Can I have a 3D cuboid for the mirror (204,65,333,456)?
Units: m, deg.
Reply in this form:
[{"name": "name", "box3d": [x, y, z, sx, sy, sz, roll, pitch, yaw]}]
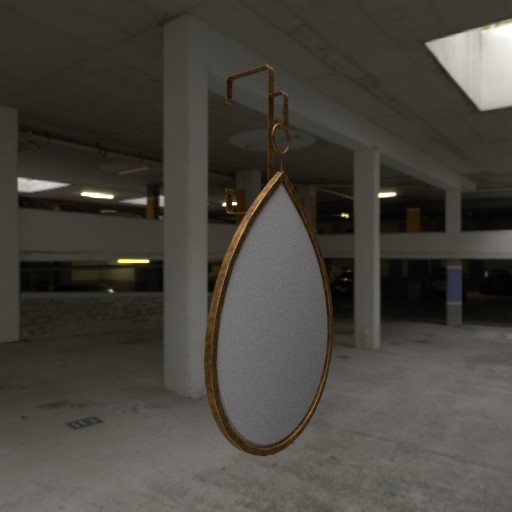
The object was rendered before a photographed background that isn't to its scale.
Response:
[{"name": "mirror", "box3d": [0.000, 0.000, 0.890, 0.144, 0.744, 0.405, 0, 0, 37]}]
